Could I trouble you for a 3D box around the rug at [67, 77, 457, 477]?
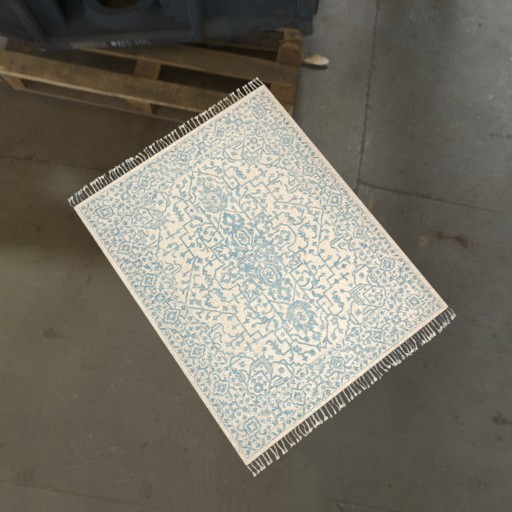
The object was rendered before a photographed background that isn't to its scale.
[{"bbox_3d":[0.000,0.000,4.453,2.464,0.010,3.327,-35,79,-8],"label":"rug"}]
